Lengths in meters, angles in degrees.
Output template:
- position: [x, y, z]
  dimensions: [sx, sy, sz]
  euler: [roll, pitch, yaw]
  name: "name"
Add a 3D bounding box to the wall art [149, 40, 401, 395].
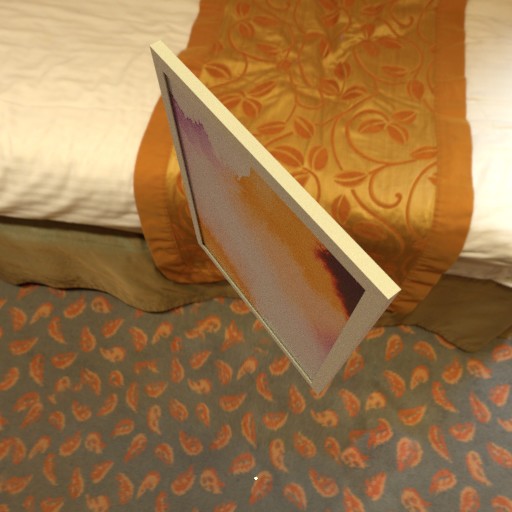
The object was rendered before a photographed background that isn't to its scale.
- position: [0.000, 0.000, 1.114]
  dimensions: [0.026, 0.811, 0.661]
  euler: [-34, 68, -16]
  name: "wall art"
